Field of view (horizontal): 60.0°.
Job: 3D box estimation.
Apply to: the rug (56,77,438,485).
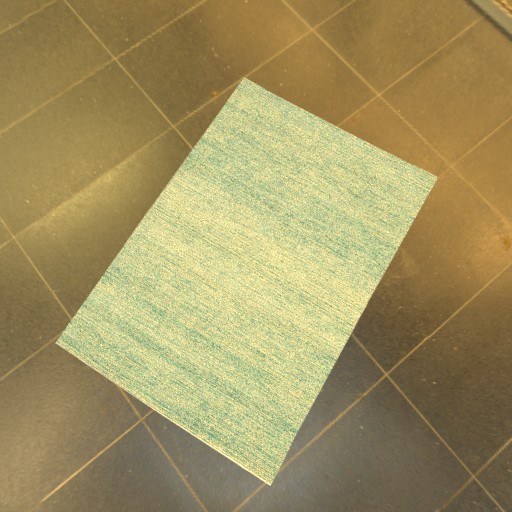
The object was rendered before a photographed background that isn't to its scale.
[{"bbox_3d":[0.000,0.000,2.955,1.593,0.029,2.305,30,77,8],"label":"rug"}]
